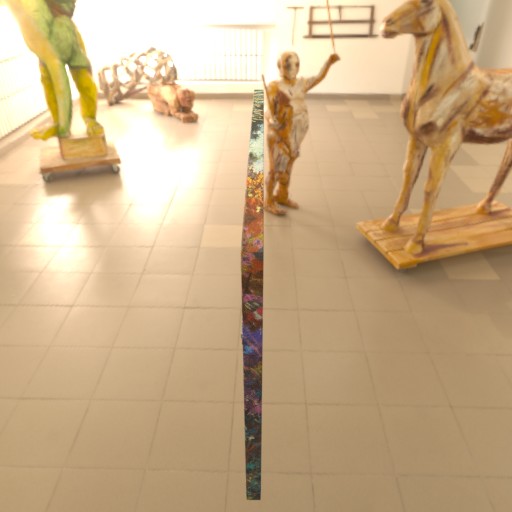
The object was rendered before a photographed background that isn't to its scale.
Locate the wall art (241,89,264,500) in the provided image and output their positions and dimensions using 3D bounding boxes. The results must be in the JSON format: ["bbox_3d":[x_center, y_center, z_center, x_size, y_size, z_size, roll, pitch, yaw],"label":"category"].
[{"bbox_3d":[0.000,0.000,1.408,0.042,0.760,1.136,0,33,1],"label":"wall art"}]
